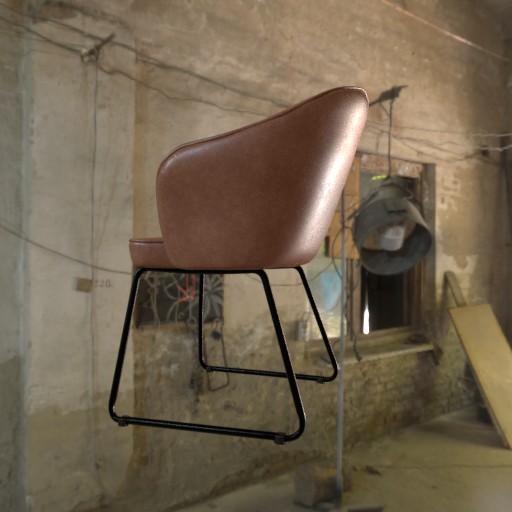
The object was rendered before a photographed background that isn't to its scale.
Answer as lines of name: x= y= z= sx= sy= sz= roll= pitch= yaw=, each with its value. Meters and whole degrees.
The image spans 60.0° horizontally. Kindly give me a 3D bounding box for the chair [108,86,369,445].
chair: x=0.000 y=0.000 z=1.183 sx=0.580 sy=0.785 sz=0.582 roll=0 pitch=1 yaw=18
